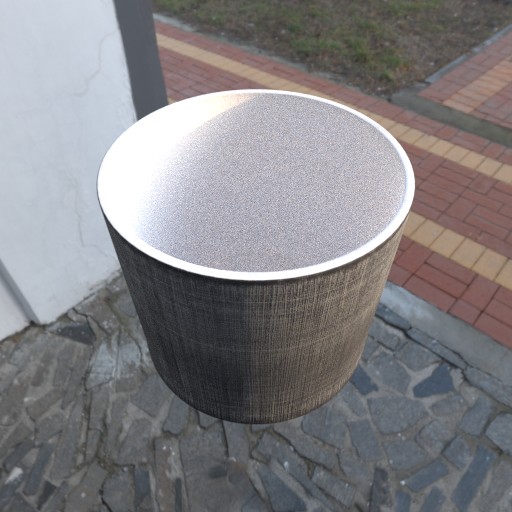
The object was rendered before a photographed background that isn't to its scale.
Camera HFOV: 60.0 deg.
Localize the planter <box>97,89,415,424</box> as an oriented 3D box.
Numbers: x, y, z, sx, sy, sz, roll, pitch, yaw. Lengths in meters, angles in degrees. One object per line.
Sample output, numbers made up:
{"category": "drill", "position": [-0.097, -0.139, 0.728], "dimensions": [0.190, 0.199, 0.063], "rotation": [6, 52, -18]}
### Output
{"category": "planter", "position": [0.000, 0.000, 0.311], "dimensions": [0.178, 0.157, 0.178], "rotation": [0, 47, 0]}
